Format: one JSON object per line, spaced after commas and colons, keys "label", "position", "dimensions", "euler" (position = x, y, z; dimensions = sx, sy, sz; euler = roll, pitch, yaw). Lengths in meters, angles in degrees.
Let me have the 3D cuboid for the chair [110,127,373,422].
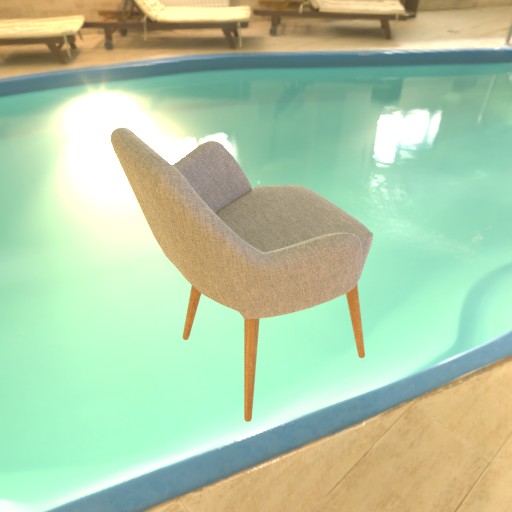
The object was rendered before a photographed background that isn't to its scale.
{"label": "chair", "position": [0.000, 0.000, 1.240], "dimensions": [0.610, 0.840, 0.590], "euler": [-25, 46, -27]}
